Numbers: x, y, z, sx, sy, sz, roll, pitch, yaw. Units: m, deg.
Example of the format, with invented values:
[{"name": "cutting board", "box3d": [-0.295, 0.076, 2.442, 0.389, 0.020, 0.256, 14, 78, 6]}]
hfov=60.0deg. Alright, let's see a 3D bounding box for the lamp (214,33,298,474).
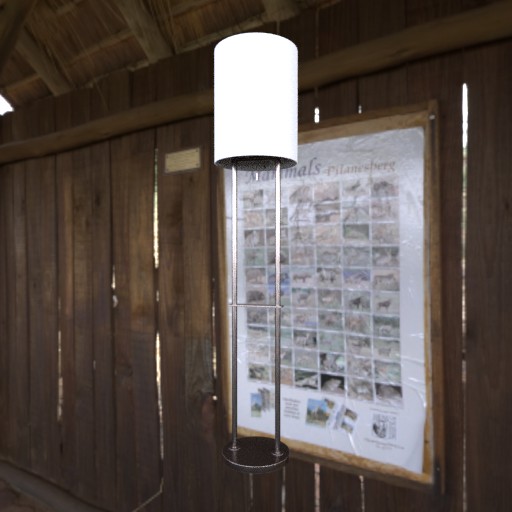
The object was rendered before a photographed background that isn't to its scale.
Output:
[{"name": "lamp", "box3d": [0.000, 0.000, 1.645, 0.306, 1.500, 0.305, 0, 1, 15]}]
